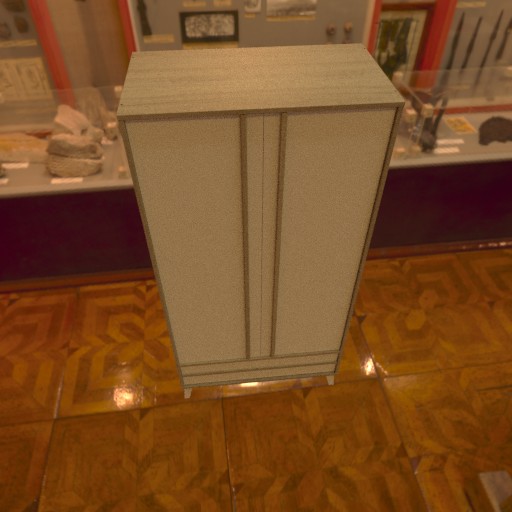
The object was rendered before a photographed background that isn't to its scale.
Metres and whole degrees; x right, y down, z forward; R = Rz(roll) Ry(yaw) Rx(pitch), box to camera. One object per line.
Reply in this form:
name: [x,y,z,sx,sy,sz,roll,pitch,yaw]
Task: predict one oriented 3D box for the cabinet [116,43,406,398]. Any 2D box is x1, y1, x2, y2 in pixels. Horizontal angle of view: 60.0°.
cabinet: [0.000,0.000,2.437,1.006,1.999,0.571,-4,45,-4]
